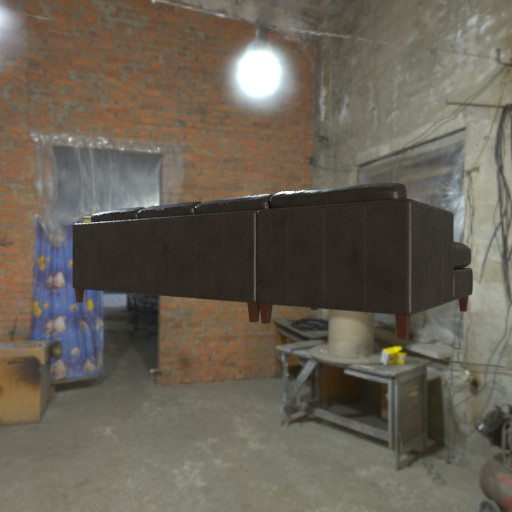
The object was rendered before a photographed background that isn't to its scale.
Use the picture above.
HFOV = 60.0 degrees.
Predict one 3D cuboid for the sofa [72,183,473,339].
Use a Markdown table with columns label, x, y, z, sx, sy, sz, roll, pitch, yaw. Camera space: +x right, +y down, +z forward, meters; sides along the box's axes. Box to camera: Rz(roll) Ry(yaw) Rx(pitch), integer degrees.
| label | x | y | z | sx | sy | sz | roll | pitch | yaw |
| --- | --- | --- | --- | --- | --- | --- | --- | --- | --- |
| sofa | 0.000 | 0.000 | 3.894 | 3.203 | 0.883 | 1.581 | 0 | 0 | 37 |
